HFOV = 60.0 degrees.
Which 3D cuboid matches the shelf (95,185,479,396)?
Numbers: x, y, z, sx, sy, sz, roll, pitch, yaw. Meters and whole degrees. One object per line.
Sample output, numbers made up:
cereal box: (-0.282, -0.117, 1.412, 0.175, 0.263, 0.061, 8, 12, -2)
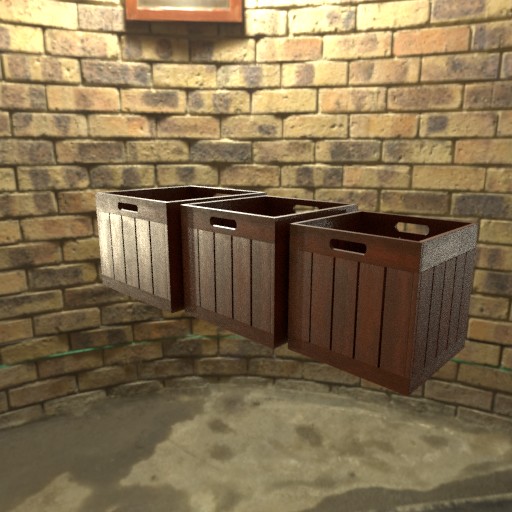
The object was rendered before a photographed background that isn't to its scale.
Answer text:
shelf: (0.000, 0.000, 1.249, 1.064, 0.311, 0.393, 13, 19, 42)
